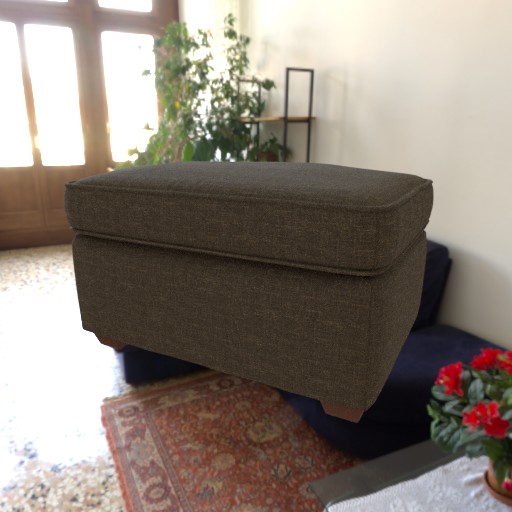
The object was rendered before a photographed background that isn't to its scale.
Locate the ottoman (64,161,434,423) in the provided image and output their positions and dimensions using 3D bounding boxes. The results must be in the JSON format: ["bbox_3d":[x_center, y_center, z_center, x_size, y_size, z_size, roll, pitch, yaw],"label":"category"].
[{"bbox_3d":[0.000,0.000,1.096,0.749,0.450,0.549,8,18,27],"label":"ottoman"}]
